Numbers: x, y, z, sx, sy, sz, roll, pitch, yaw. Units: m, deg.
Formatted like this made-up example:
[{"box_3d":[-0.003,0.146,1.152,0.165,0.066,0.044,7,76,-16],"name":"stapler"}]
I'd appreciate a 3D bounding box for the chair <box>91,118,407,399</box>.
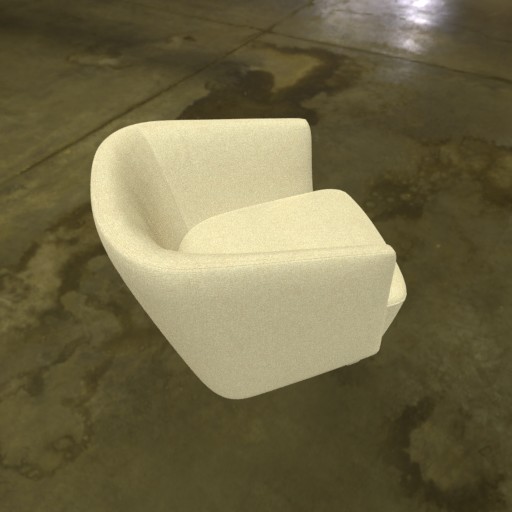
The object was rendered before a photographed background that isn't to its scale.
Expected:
[{"box_3d":[0.000,0.000,1.651,0.986,0.861,0.822,-10,46,-10],"name":"chair"}]
